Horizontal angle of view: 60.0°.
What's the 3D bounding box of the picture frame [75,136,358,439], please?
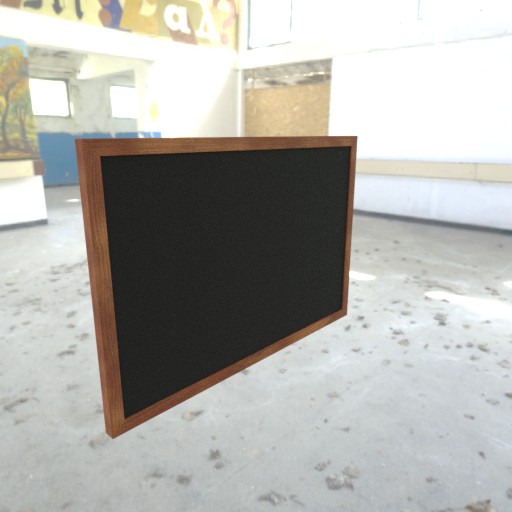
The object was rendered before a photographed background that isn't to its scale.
[{"bbox_3d":[0.000,0.000,1.233,0.029,0.640,0.950,14,21,41],"label":"picture frame"}]
